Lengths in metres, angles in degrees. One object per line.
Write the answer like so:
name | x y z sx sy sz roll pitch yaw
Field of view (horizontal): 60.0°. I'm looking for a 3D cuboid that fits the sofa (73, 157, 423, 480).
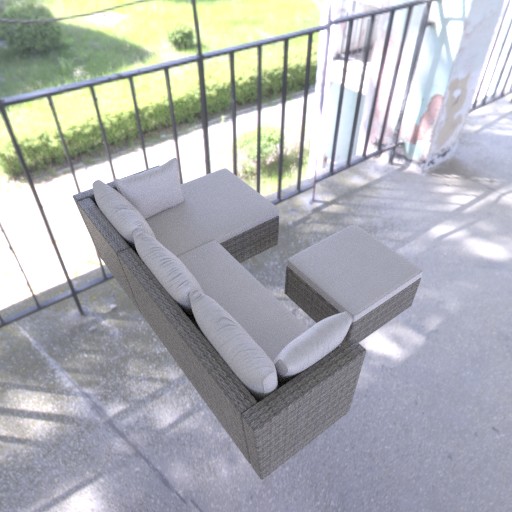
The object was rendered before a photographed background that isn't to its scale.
sofa | 0.000 0.000 3.065 1.662 0.766 2.192 -27 49 -26
